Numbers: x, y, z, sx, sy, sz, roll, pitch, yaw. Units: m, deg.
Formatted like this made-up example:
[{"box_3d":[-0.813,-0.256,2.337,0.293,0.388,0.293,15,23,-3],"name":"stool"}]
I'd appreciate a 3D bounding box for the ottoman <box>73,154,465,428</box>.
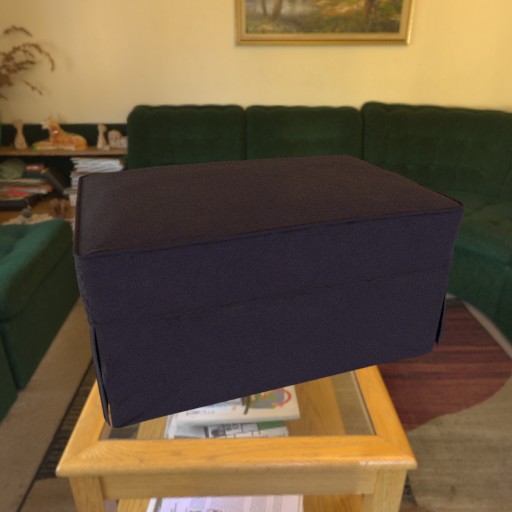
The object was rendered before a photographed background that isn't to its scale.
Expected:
[{"box_3d":[0.000,0.000,1.285,0.938,0.503,0.637,-8,26,-17],"name":"ottoman"}]
